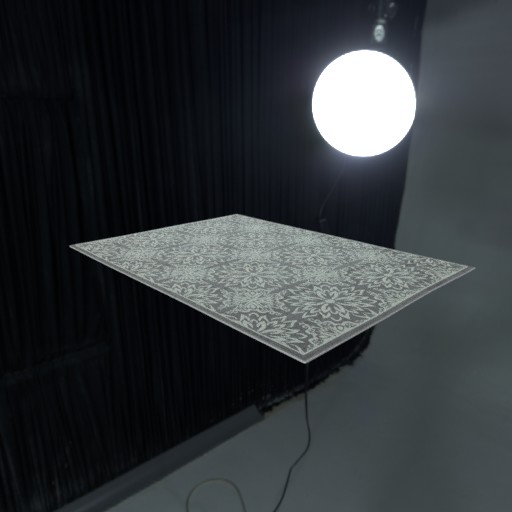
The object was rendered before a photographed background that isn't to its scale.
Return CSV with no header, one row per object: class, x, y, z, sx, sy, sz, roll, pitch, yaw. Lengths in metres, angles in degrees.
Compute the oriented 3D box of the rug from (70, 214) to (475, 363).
rug,0.000,0.000,2.951,1.608,0.014,2.213,-16,23,-41
